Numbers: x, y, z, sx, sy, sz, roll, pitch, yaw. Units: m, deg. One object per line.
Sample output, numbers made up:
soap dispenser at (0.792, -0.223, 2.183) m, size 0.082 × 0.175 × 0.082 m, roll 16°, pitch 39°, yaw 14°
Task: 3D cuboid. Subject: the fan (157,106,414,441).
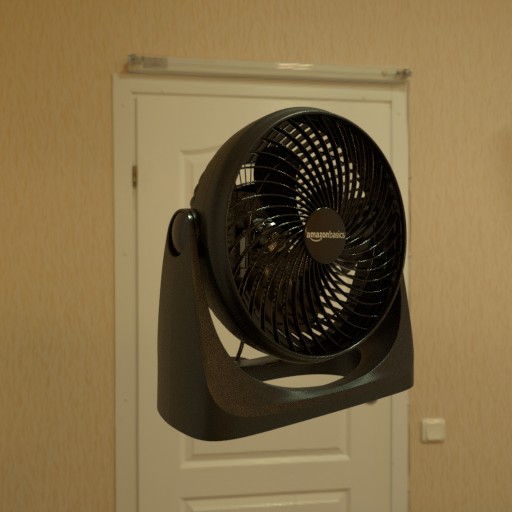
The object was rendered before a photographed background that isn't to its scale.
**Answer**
fan at (0.000, 0.000, 0.499) m, size 0.273 × 0.277 × 0.256 m, roll -1°, pitch 1°, yaw -35°
